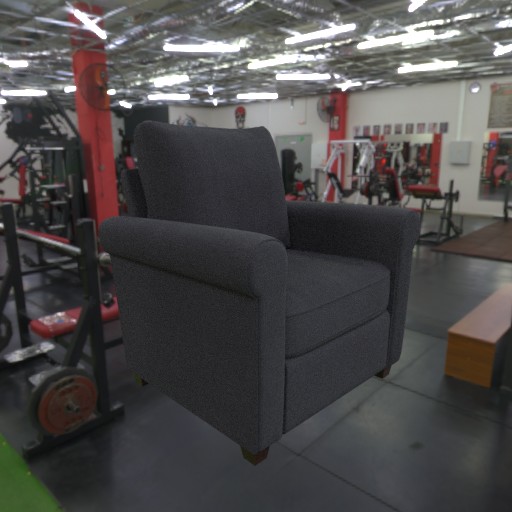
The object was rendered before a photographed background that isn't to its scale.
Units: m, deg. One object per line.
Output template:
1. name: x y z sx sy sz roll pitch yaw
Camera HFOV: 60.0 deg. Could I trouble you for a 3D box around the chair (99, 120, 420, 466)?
1. chair: 0.000 0.000 1.608 0.867 0.942 0.828 -13 19 -43
